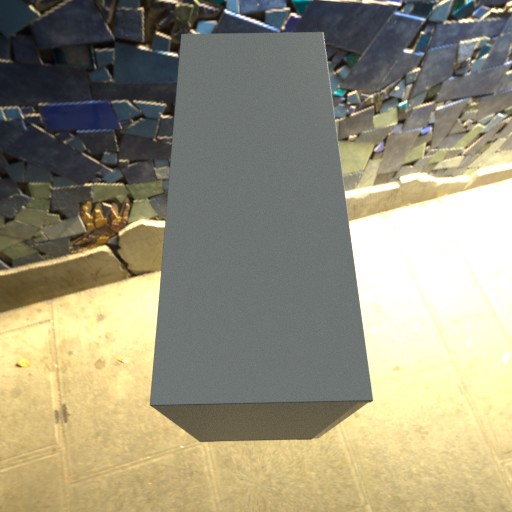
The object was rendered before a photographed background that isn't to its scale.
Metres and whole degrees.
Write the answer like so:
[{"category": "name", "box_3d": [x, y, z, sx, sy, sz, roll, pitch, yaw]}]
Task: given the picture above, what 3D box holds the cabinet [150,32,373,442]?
[{"category": "cabinet", "box_3d": [0.000, 0.000, 1.375, 0.400, 0.800, 1.000, -1, 63, -1]}]
